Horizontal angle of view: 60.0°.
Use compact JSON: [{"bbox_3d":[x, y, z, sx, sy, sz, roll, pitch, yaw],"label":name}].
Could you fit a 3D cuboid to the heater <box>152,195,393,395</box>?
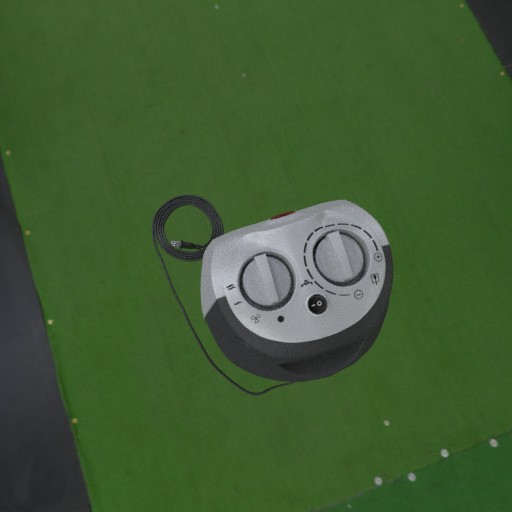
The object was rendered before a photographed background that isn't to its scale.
[{"bbox_3d":[0.000,0.000,0.479,0.239,0.255,0.291,-17,77,-4],"label":"heater"}]
